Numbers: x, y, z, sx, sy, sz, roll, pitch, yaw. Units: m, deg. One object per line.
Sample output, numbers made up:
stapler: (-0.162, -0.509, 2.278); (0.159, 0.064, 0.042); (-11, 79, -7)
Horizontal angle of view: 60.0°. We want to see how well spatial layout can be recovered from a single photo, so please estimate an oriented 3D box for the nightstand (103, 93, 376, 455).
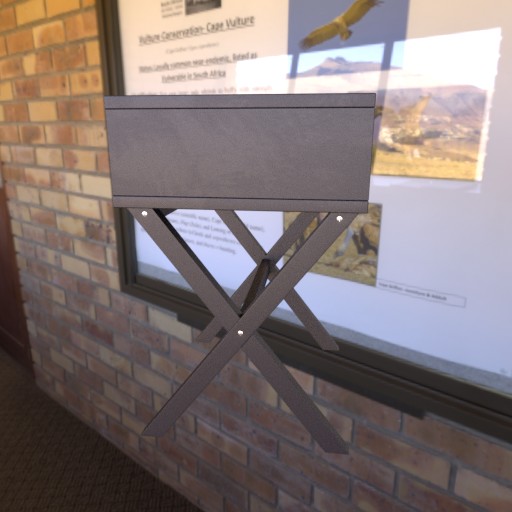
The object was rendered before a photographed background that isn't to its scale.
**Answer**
nightstand: (0.000, 0.000, 0.956); (0.402, 0.623, 0.479); (2, 16, 7)
